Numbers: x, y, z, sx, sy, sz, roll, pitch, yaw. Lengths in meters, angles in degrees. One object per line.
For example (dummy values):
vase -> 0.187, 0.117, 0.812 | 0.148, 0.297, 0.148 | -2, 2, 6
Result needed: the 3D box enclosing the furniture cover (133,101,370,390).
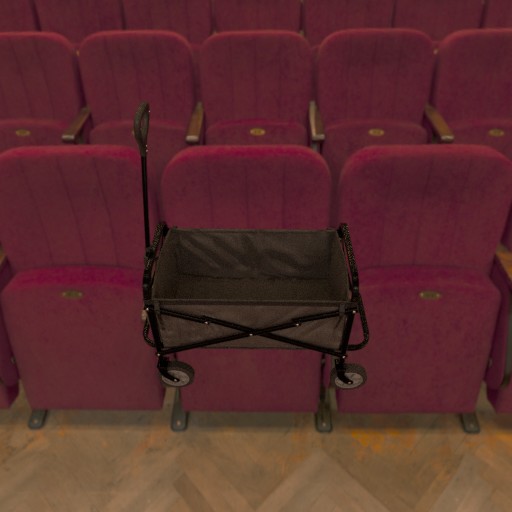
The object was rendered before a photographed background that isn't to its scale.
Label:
furniture cover -> 0.000, 0.000, 1.860 | 1.038, 1.295, 0.532 | 1, 42, 1
